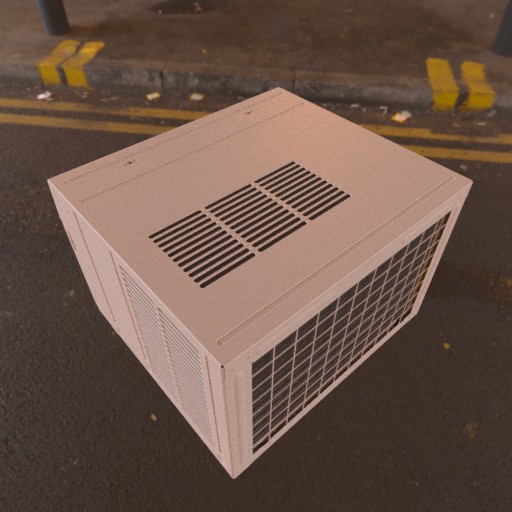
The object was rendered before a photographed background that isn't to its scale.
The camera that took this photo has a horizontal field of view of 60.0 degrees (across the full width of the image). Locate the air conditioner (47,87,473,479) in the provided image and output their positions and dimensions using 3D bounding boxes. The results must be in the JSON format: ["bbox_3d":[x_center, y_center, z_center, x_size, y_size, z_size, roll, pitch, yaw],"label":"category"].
[{"bbox_3d":[0.000,0.000,1.060,0.645,0.455,0.599,-32,53,-28],"label":"air conditioner"}]
